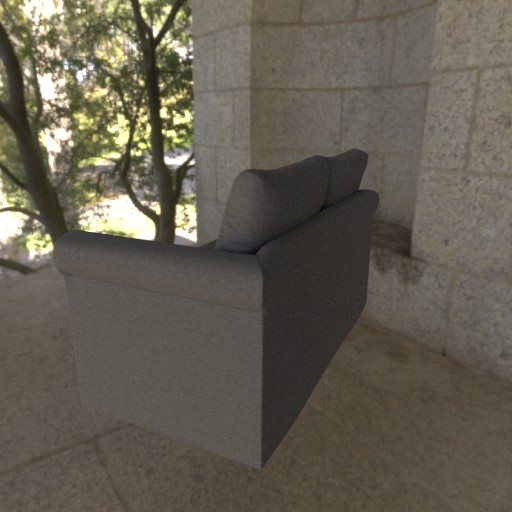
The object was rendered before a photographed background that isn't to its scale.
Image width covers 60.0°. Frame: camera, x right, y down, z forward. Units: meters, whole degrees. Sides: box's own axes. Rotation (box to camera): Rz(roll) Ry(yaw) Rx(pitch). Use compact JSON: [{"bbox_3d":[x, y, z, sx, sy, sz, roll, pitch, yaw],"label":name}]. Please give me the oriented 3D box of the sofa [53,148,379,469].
[{"bbox_3d":[0.000,0.000,1.914,0.741,0.872,1.460,8,19,25],"label":"sofa"}]
